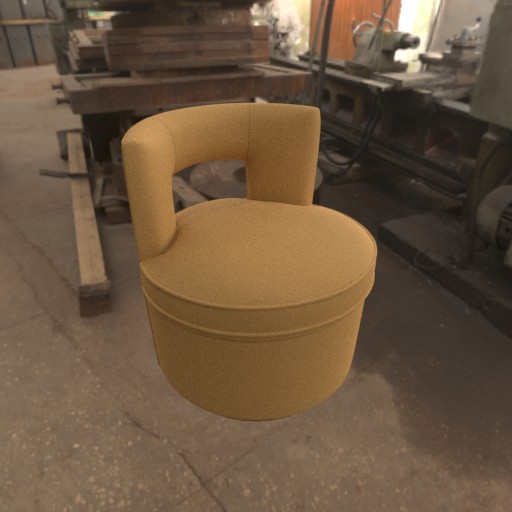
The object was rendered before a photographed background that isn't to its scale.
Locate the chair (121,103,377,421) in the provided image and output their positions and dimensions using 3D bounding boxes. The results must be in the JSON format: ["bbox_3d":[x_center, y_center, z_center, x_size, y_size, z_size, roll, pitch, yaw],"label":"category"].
[{"bbox_3d":[0.000,0.000,1.257,0.650,0.723,0.665,-21,36,-32],"label":"chair"}]
